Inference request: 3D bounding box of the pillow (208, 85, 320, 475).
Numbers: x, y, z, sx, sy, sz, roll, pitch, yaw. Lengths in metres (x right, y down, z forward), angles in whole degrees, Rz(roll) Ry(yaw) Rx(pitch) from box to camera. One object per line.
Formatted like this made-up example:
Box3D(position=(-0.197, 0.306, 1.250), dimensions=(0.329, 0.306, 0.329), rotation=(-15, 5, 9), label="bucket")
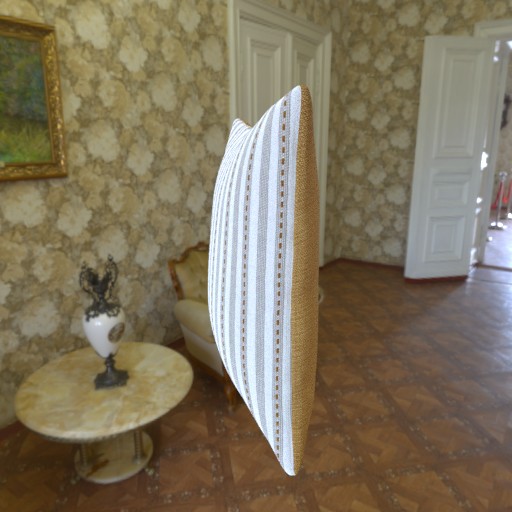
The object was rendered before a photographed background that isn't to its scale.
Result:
Box3D(position=(0.000, 0.000, 0.675), dimensions=(0.147, 0.437, 0.432), rotation=(-3, 14, -11), label="pillow")
